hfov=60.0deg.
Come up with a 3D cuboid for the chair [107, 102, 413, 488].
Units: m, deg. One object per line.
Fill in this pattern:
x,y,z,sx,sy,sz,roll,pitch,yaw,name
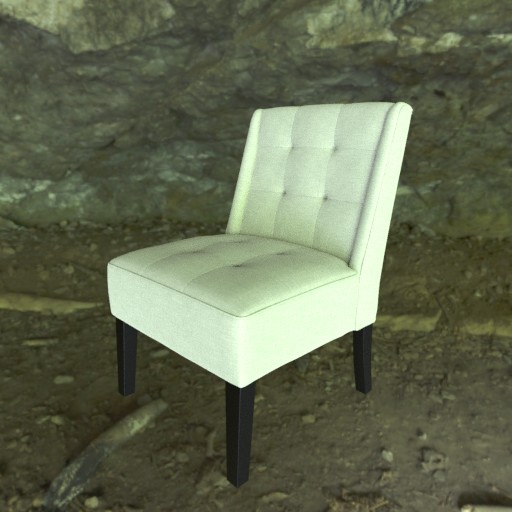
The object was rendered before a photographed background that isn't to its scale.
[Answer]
0.000,0.000,1.280,0.676,0.853,0.569,-15,21,-43,chair
